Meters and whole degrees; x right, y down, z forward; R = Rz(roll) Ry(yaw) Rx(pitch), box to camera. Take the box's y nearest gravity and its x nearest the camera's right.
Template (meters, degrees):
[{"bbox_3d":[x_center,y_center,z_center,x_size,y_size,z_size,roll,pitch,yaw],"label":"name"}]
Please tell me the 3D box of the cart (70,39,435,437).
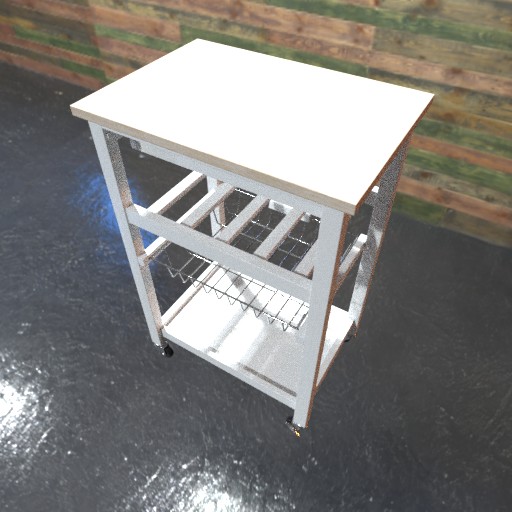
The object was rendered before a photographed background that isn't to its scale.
[{"bbox_3d":[0.000,0.000,1.159,0.578,0.857,0.406,23,50,21],"label":"cart"}]
